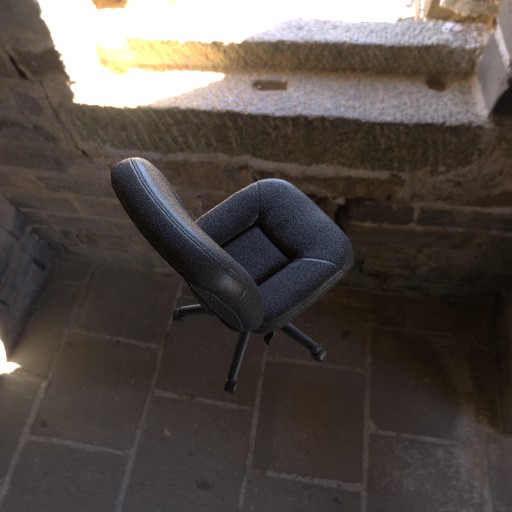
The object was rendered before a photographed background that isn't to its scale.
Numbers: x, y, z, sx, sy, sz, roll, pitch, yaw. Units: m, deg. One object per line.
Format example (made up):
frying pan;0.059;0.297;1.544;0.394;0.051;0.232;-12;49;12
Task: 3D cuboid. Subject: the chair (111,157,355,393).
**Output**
chair;0.000;0.000;1.450;0.646;0.959;0.647;-34;65;-18
